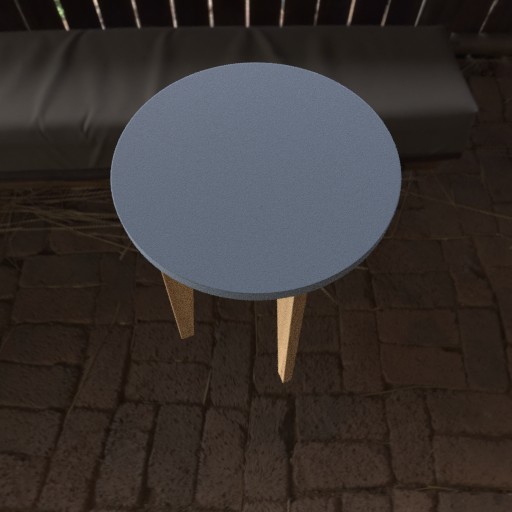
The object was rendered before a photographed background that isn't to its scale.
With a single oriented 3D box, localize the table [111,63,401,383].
[{"bbox_3d":[0.000,0.000,0.761,0.350,0.500,0.350,0,62,0],"label":"table"}]
